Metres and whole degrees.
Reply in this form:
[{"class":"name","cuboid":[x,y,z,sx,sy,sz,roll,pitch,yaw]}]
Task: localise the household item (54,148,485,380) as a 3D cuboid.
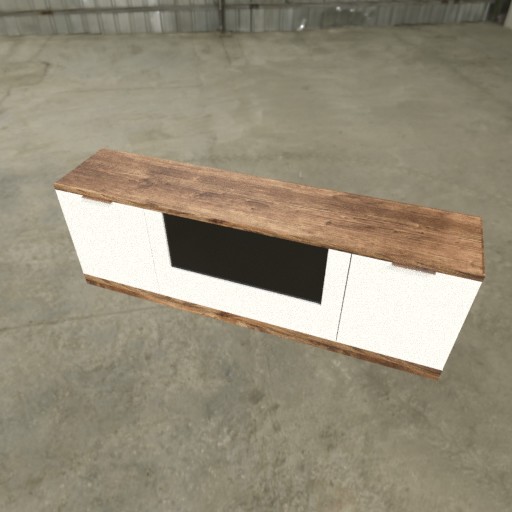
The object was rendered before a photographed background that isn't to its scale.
[{"class":"household item","cuboid":[0.000,0.000,2.080,1.800,0.615,0.390,13,42,15]}]
